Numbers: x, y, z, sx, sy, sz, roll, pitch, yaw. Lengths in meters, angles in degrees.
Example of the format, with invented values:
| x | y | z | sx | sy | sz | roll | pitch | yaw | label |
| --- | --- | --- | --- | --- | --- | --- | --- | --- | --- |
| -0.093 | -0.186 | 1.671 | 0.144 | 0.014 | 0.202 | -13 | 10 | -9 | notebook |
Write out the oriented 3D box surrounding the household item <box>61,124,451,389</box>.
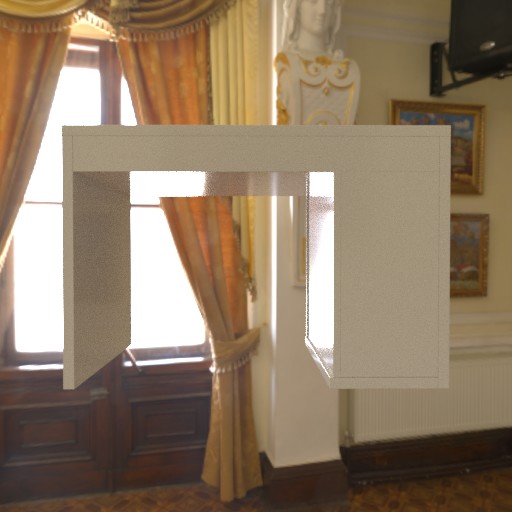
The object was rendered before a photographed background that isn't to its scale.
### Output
| x | y | z | sx | sy | sz | roll | pitch | yaw | label |
| --- | --- | --- | --- | --- | --- | --- | --- | --- | --- |
| 0.000 | 0.000 | 1.554 | 1.100 | 0.749 | 0.597 | 0 | 1 | 0 | household item |
